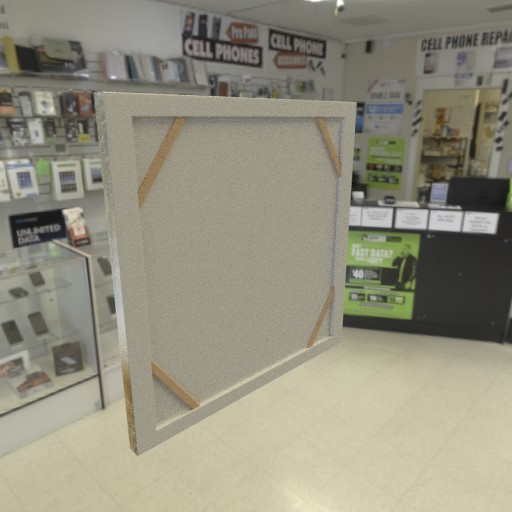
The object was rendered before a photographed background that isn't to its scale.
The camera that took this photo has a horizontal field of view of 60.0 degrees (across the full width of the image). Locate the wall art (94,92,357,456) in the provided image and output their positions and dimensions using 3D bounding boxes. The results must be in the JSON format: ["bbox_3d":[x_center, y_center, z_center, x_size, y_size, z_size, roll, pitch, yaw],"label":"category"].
[{"bbox_3d":[0.000,0.000,1.629,1.092,1.091,0.051,-16,23,-41],"label":"wall art"}]
